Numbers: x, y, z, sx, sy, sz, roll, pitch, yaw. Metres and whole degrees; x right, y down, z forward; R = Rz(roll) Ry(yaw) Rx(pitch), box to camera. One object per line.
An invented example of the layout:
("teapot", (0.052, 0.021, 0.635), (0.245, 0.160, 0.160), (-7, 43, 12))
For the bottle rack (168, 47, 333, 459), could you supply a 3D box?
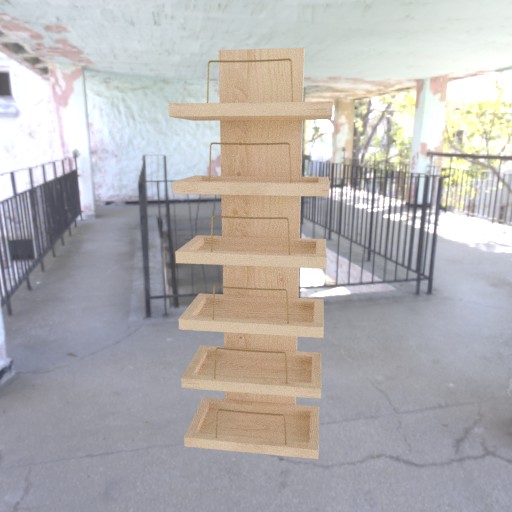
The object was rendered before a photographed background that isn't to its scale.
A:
("bottle rack", (0.000, 0.000, 1.062), (0.330, 0.943, 0.206), (2, 15, 8))
